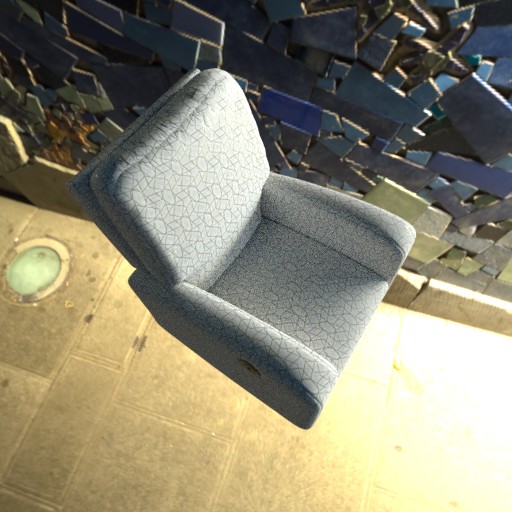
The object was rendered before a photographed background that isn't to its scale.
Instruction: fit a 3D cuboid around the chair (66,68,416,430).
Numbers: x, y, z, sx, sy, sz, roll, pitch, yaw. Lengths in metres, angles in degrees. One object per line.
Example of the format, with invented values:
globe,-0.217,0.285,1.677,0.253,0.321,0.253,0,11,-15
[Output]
chair,0.000,0.000,1.725,0.995,1.064,0.796,29,64,16
